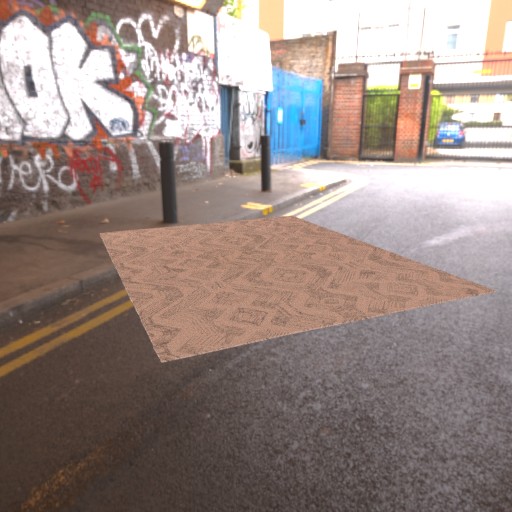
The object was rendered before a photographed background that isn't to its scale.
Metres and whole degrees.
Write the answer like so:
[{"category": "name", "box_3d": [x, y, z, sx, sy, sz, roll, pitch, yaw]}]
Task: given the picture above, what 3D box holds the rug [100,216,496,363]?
[{"category": "rug", "box_3d": [0.000, 0.000, 4.042, 2.430, 0.030, 3.054, -7, 18, -23]}]
